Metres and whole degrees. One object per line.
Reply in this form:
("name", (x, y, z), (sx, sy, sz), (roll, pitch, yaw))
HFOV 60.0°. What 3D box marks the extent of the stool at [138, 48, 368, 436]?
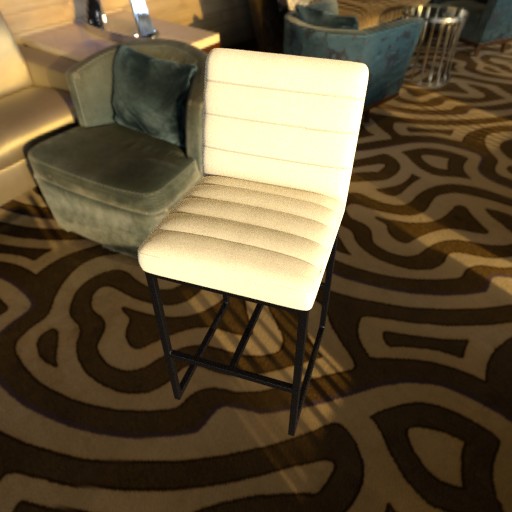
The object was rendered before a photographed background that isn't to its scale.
("stool", (0.000, 0.000, 1.357), (0.460, 1.040, 0.560), (12, 43, 14))
